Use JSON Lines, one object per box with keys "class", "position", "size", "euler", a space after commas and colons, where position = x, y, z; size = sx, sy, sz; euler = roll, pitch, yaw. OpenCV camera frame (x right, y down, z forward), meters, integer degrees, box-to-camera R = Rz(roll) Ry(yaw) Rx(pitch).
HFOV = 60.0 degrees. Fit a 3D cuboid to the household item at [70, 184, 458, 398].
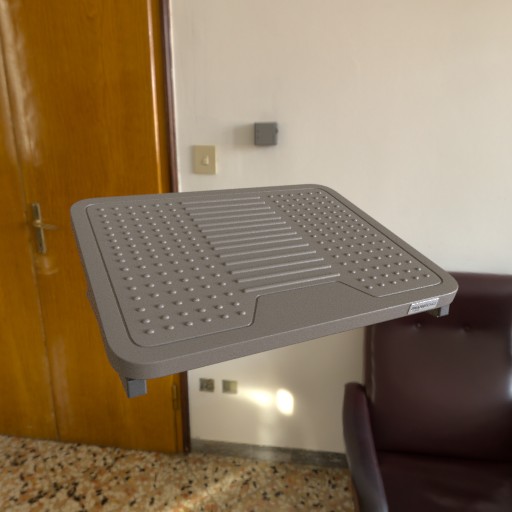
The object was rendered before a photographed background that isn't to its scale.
{"class": "household item", "position": [0.000, 0.000, 0.536], "size": [0.390, 0.126, 0.301], "euler": [-8, 18, -26]}
